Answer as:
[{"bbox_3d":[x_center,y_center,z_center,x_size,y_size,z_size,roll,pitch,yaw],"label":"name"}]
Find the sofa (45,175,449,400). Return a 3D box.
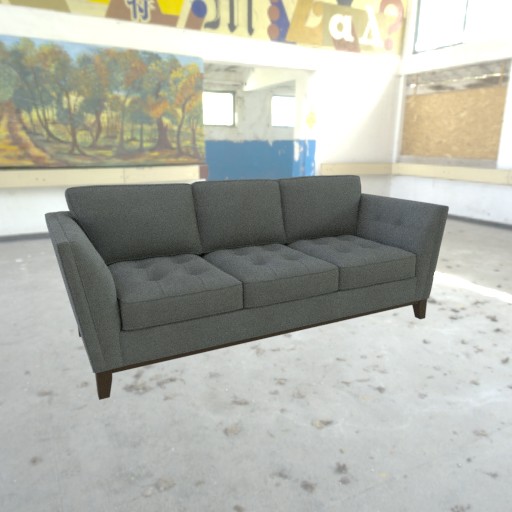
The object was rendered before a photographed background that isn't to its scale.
[{"bbox_3d":[0.000,0.000,2.876,2.387,0.940,0.965,-8,16,-27],"label":"sofa"}]
